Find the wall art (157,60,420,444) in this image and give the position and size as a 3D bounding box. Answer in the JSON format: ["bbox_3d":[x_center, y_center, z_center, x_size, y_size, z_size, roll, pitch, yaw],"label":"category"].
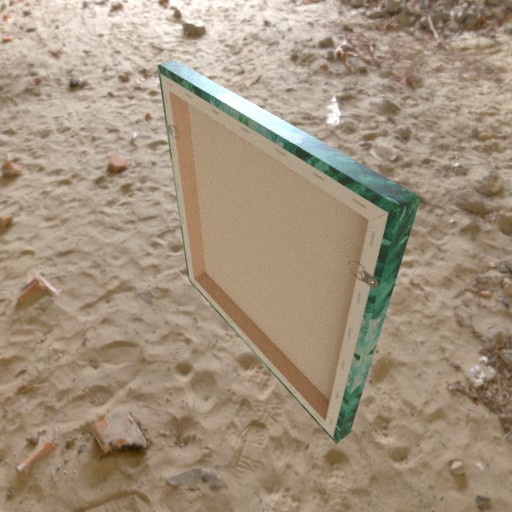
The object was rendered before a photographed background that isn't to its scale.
[{"bbox_3d":[0.000,0.000,0.759,0.038,0.508,0.507,-27,48,-27],"label":"wall art"}]
